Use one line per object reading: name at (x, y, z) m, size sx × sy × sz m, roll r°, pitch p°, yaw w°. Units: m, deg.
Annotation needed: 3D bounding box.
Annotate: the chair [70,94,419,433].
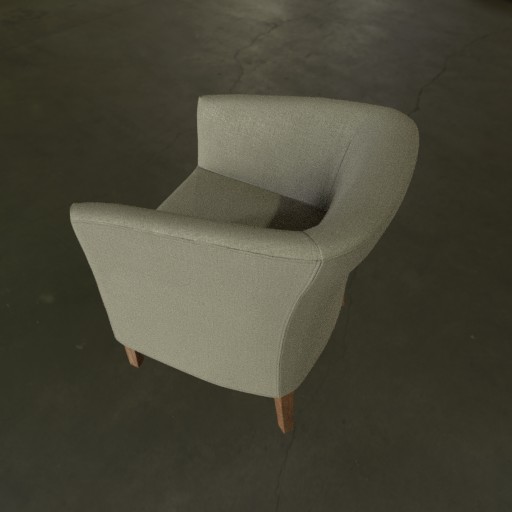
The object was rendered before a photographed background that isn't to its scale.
chair at (0.000, 0.000, 1.227) m, size 0.668 × 0.771 × 0.600 m, roll 19°, pitch 49°, yaw 17°
